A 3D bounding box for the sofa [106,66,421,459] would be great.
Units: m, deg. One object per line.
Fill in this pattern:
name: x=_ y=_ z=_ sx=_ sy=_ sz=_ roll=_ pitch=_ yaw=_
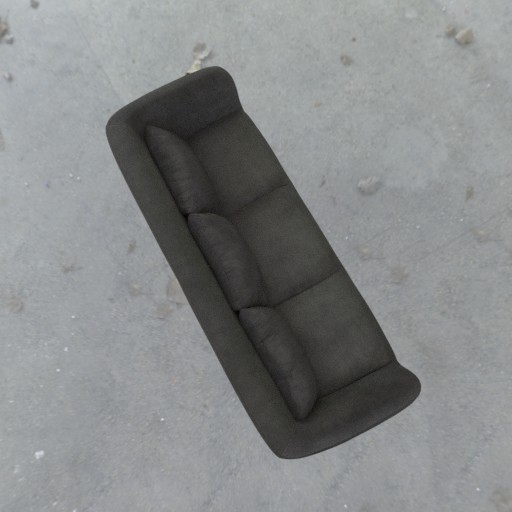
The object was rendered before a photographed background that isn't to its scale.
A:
sofa: x=0.000 y=0.000 z=2.779 sx=0.956 sy=0.875 sz=2.296 roll=-28 pitch=78 yaw=-7
